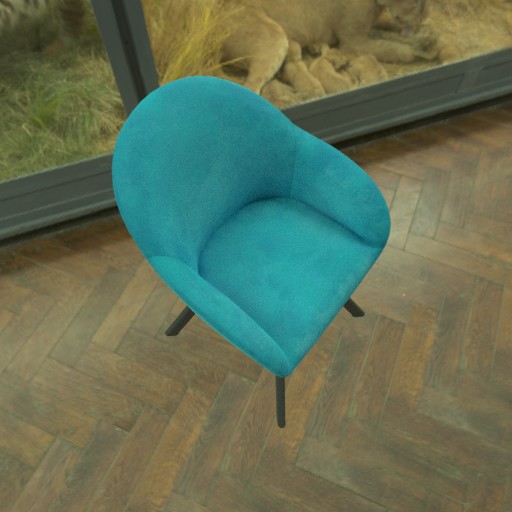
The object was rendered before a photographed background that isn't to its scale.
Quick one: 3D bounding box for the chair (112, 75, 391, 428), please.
[{"bbox_3d":[0.000,0.000,1.204,0.590,0.795,0.550,34,64,19],"label":"chair"}]
